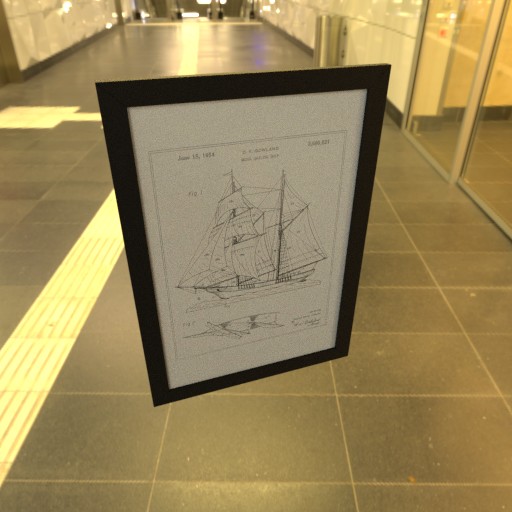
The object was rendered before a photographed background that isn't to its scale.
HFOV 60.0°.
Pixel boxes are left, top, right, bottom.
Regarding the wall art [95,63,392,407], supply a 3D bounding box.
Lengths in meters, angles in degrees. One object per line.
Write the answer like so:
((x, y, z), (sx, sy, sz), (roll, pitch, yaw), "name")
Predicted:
((0.000, 0.000, 0.590), (0.326, 0.459, 0.011), (-10, 33, -16), "wall art")
